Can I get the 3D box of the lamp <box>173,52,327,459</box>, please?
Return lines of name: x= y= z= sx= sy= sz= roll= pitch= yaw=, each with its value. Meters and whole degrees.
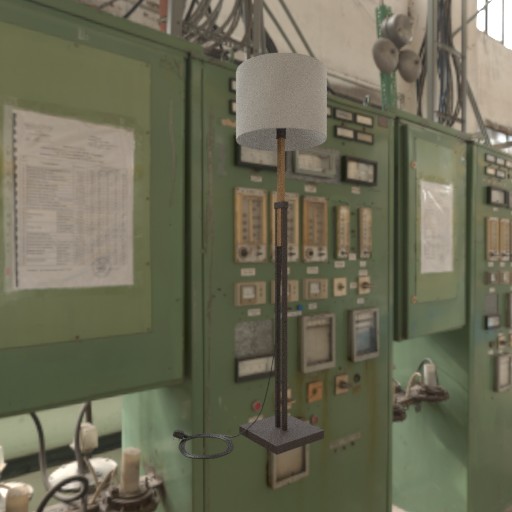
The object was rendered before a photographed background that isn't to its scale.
lamp: x=0.000 y=0.000 z=1.960 sx=0.639 sy=1.650 sz=0.474 roll=0 pitch=0 yaw=-37
